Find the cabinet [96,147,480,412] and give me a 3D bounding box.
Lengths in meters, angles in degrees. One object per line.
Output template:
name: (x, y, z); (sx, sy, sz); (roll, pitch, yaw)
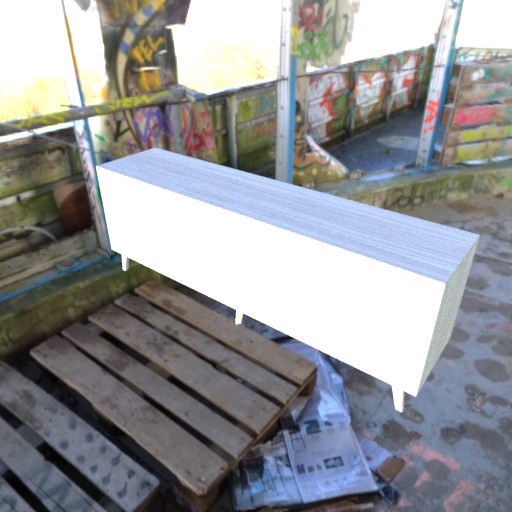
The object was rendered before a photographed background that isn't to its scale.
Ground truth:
cabinet: (0.000, 0.000, 2.630); (2.200, 0.780, 0.500); (21, 37, 32)
